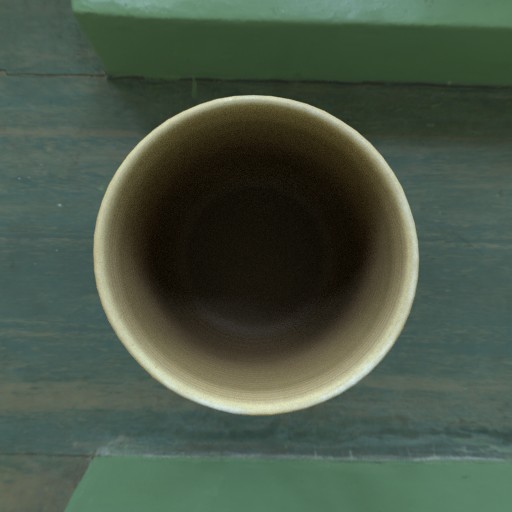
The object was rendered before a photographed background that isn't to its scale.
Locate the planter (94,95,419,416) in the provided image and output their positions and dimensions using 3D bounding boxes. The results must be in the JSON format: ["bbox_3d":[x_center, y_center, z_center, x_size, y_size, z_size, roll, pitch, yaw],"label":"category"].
[{"bbox_3d":[0.000,0.000,0.295,0.170,0.152,0.170,0,90,0],"label":"planter"}]
